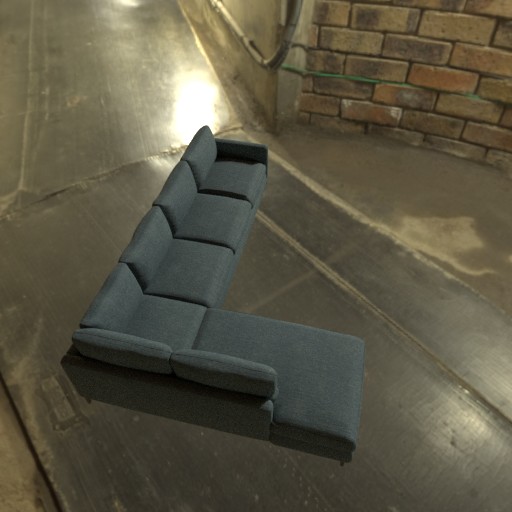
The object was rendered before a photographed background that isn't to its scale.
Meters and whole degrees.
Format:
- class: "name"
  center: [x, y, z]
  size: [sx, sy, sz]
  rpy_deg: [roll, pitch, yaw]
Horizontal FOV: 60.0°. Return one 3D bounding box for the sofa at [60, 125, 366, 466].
- class: "sofa"
  center: [0.000, 0.000, 3.886]
  size: [2.007, 0.815, 2.949]
  rpy_deg: [10, 47, 9]
